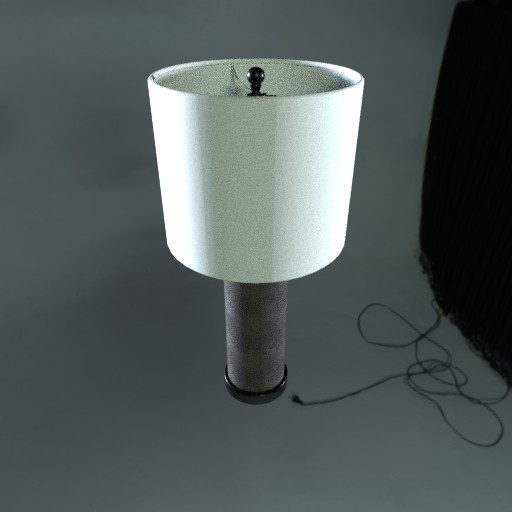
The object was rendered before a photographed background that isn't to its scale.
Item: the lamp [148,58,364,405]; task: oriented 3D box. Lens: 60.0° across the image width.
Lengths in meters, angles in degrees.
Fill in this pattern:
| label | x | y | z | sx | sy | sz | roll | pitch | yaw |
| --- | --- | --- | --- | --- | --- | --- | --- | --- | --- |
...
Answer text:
| label | x | y | z | sx | sy | sz | roll | pitch | yaw |
| --- | --- | --- | --- | --- | --- | --- | --- | --- | --- |
| lamp | 0.000 | 0.000 | 0.798 | 0.305 | 0.634 | 0.305 | -10 | 33 | -15 |
